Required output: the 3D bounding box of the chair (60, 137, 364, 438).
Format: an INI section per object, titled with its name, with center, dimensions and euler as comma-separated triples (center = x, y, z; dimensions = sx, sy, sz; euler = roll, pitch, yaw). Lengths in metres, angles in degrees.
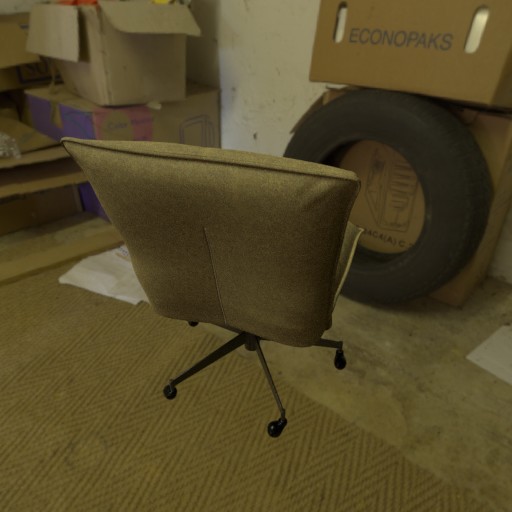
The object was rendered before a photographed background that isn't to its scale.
[chair]
center = 0.000, 0.000, 1.271
dimensions = 0.597, 0.811, 0.696
euler = 10, 33, 17
